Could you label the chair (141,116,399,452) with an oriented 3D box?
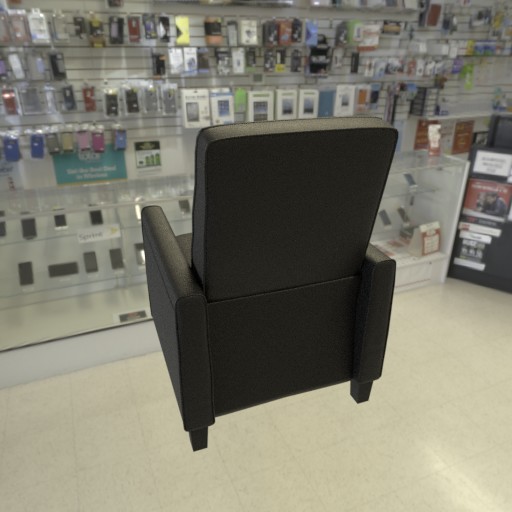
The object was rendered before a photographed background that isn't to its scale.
[{"bbox_3d":[0.000,0.000,1.562,0.705,1.013,0.746,-9,27,-18],"label":"chair"}]
